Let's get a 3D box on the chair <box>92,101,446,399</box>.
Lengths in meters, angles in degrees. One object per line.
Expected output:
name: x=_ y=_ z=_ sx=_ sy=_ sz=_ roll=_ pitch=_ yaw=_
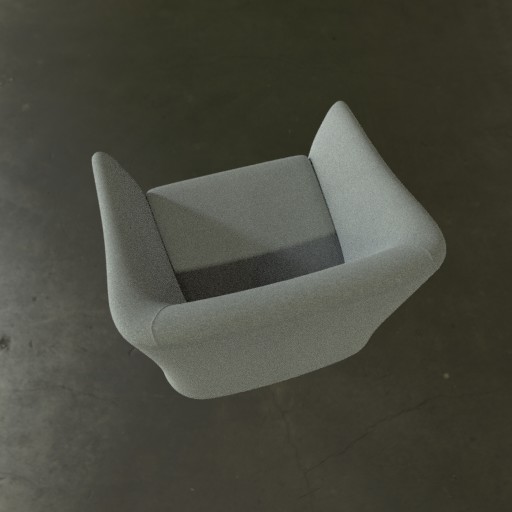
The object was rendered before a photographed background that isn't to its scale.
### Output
chair: x=0.000 y=0.000 z=1.347 sx=0.790 sy=0.720 sz=0.700 roll=-14 pitch=61 yaw=-8
